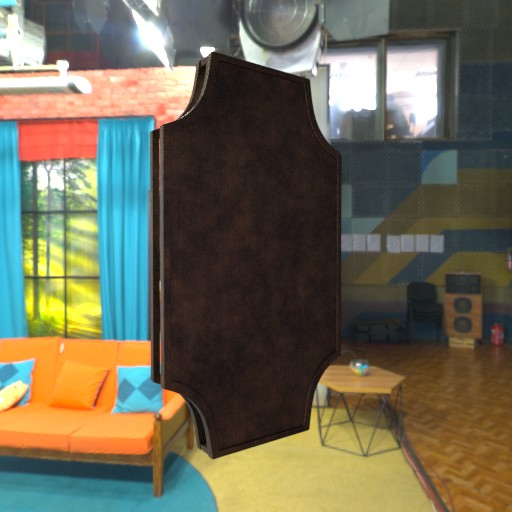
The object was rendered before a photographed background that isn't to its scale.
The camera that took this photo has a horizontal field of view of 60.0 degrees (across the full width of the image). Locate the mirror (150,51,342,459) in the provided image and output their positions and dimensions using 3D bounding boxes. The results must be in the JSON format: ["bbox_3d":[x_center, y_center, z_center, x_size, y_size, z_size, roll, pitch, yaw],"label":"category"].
[{"bbox_3d":[0.000,0.000,0.978,0.462,0.811,0.066,-1,1,-35],"label":"mirror"}]
